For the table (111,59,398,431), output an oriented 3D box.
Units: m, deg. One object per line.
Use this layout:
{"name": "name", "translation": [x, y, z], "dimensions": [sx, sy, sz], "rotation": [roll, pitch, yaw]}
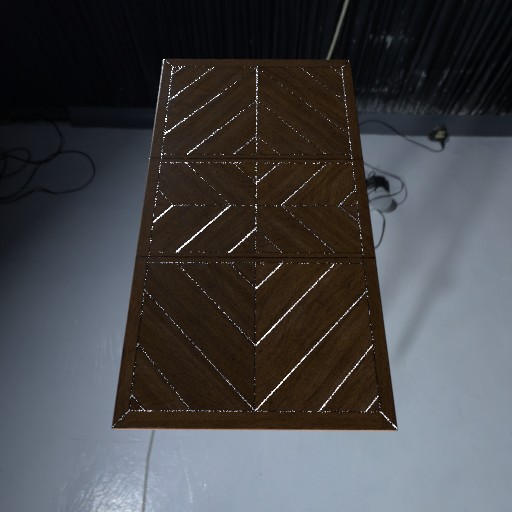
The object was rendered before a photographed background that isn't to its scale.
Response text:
{"name": "table", "translation": [0.000, 0.000, 1.821], "dimensions": [0.757, 0.760, 1.400], "rotation": [0, 64, 0]}
